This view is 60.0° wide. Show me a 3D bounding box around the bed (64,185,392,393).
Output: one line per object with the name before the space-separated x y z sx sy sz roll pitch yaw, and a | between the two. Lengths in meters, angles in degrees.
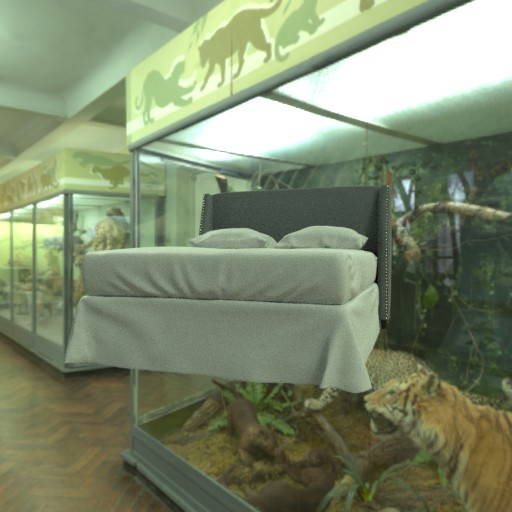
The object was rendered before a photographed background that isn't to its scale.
bed | 0.000 0.000 3.445 1.925 1.332 2.276 0 0 20
